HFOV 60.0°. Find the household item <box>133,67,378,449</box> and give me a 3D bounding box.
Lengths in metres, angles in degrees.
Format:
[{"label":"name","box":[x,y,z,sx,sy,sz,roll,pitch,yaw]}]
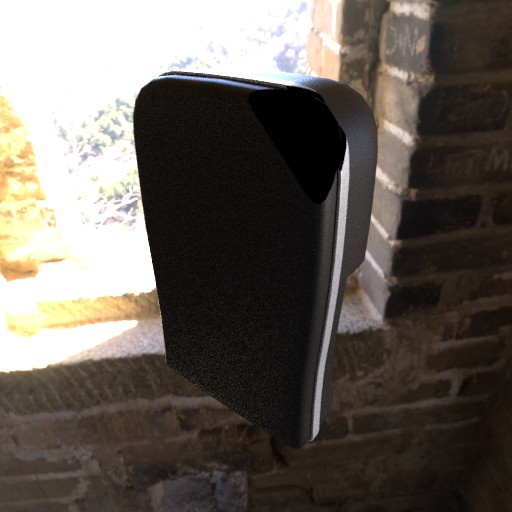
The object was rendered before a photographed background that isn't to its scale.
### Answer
[{"label":"household item","box":[0.000,0.000,0.147,0.070,0.114,0.038,22,37,32]}]
